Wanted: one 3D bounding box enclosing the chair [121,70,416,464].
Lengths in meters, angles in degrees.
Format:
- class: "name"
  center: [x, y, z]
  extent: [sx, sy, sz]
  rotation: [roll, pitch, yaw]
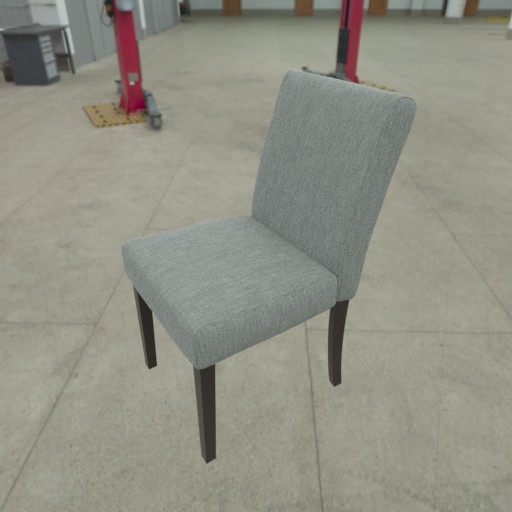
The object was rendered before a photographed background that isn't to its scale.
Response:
- class: "chair"
  center: [0.000, 0.000, 1.250]
  extent: [0.629, 0.884, 0.487]
  rotation: [-19, 36, -28]
